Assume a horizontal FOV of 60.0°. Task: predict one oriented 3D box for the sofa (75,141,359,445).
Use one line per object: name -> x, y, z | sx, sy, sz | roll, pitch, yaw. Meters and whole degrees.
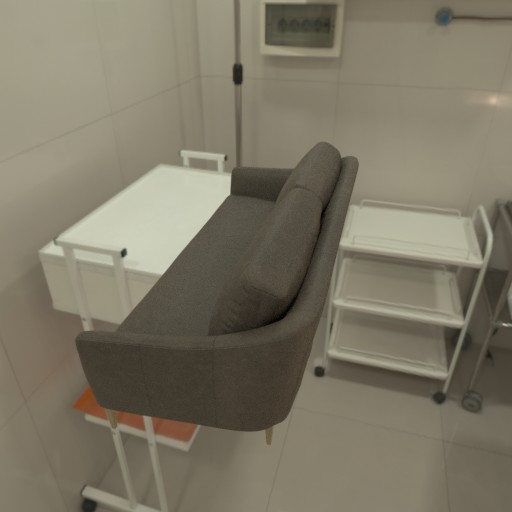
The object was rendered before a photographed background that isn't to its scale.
sofa -> 0.000, 0.000, 2.536 | 0.960, 0.902, 2.036 | 8, 32, 13
